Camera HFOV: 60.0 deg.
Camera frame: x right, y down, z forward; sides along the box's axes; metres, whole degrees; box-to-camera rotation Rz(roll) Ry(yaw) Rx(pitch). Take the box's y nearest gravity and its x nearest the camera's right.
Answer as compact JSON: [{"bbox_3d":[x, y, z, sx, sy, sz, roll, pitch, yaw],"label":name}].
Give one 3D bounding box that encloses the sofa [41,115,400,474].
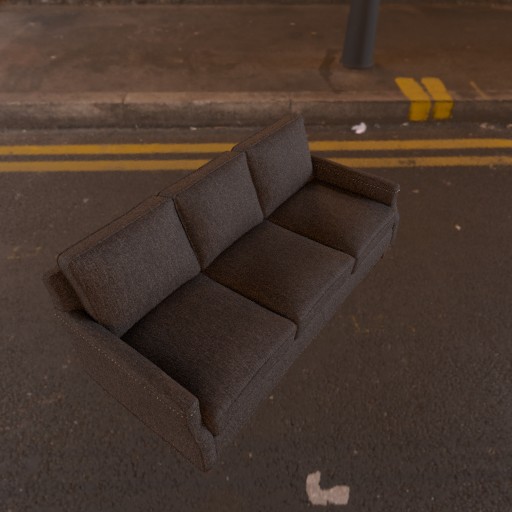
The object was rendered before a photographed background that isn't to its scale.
[{"bbox_3d":[0.000,0.000,2.829,1.084,1.003,2.246,27,48,27],"label":"sofa"}]
